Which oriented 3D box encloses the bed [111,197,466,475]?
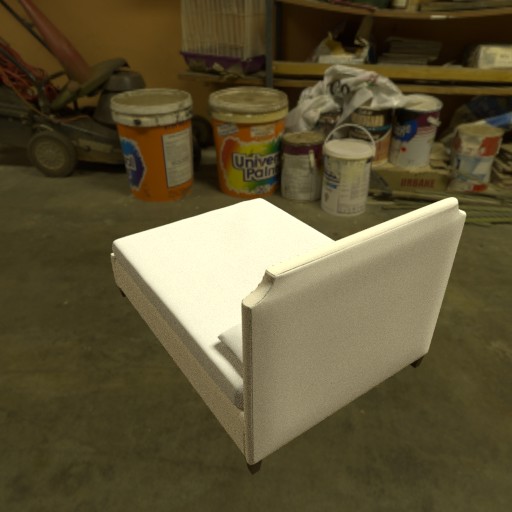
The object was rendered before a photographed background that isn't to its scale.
[{"bbox_3d":[0.000,0.000,3.559,1.712,1.497,2.372,-20,37,-29],"label":"bed"}]
